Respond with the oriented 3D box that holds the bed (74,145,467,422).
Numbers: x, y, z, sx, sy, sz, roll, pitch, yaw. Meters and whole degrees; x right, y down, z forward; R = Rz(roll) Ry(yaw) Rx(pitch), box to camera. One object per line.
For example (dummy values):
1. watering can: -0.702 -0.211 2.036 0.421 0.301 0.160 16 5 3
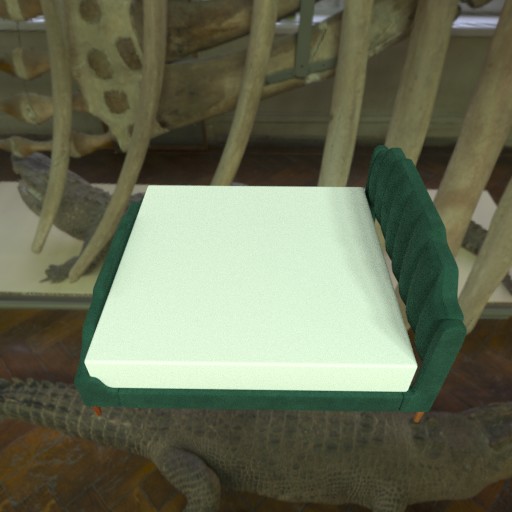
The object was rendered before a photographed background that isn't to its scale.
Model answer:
1. bed: 0.000 0.000 3.432 2.340 1.245 2.074 1 41 1
